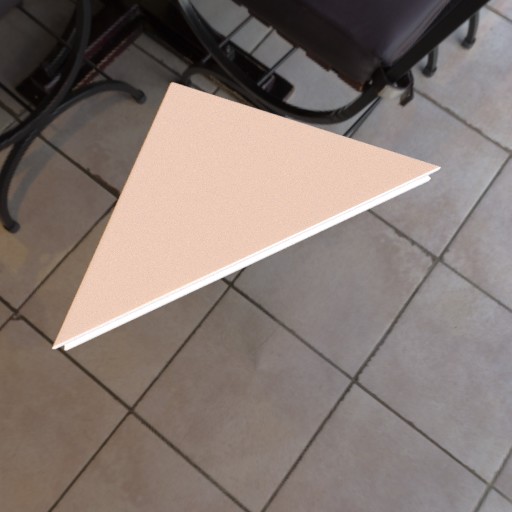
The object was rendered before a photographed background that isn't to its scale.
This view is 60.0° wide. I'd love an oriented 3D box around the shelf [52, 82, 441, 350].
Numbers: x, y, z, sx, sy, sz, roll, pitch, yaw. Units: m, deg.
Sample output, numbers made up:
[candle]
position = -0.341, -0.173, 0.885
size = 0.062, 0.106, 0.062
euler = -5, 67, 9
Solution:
[shelf]
position = 0.000, 0.000, 0.443
size = 0.296, 0.035, 0.296
euler = 19, 76, 5
